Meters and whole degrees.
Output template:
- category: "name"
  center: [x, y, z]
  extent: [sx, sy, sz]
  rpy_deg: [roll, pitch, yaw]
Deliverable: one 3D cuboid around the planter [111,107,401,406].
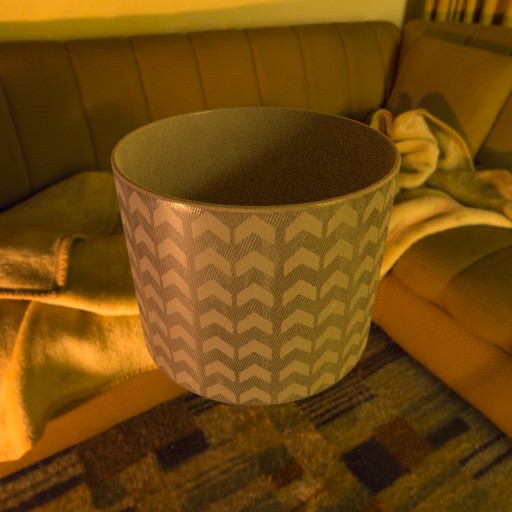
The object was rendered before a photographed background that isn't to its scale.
- category: "planter"
  center: [0.000, 0.000, 0.460]
  extent: [0.250, 0.239, 0.250]
  rpy_deg: [0, 33, 0]
